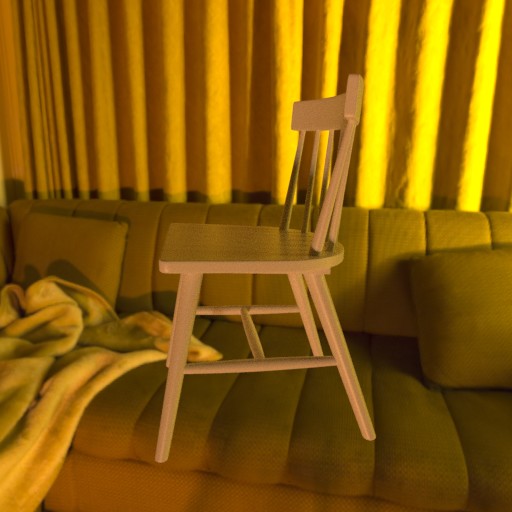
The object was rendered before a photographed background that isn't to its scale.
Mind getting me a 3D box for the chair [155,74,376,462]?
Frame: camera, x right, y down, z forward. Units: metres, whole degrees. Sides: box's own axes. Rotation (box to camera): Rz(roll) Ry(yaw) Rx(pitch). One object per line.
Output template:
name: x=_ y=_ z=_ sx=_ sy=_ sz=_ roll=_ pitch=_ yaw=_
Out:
chair: x=0.000 y=0.000 z=1.109 sx=0.500 sy=0.787 sz=0.483 roll=-2 pitch=13 yaw=-8
